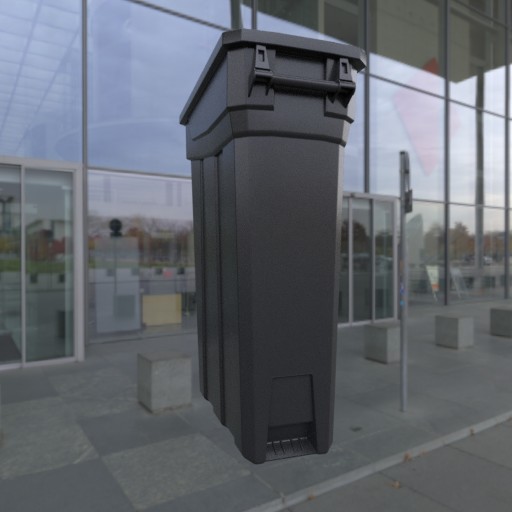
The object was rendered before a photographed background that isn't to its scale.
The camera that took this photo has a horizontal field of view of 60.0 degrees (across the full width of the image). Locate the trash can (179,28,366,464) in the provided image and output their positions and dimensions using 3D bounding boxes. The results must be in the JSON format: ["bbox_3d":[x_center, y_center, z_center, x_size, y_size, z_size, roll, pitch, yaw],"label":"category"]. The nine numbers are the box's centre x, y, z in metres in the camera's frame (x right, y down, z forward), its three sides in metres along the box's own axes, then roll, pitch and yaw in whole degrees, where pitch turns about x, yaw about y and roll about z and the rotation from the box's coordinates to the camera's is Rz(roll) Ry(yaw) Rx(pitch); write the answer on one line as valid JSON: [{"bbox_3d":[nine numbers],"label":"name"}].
[{"bbox_3d":[0.000,0.000,1.027,0.281,0.762,0.559,0,0,-18],"label":"trash can"}]
